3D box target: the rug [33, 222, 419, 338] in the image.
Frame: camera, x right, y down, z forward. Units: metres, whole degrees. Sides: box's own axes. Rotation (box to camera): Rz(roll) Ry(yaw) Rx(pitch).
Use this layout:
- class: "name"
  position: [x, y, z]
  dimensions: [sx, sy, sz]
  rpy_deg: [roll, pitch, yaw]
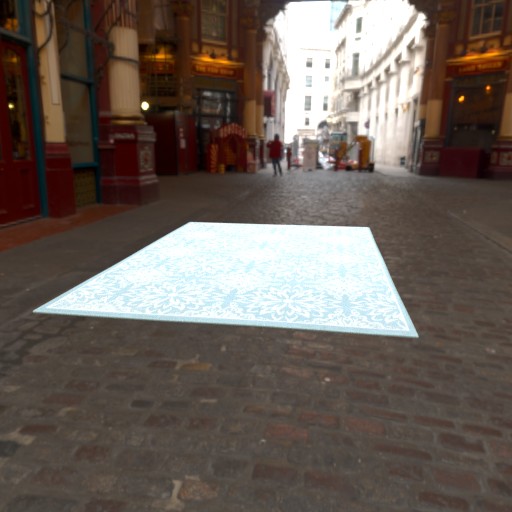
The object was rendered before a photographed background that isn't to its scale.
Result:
- class: "rug"
  position: [0.000, 0.000, 2.828]
  dimensions: [1.589, 0.014, 2.205]
  rpy_deg: [2, 15, 9]
